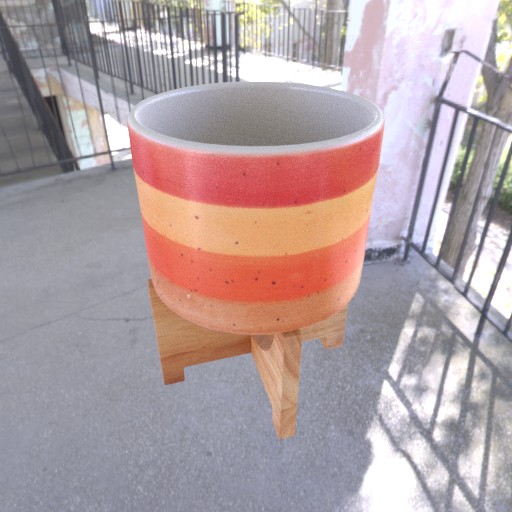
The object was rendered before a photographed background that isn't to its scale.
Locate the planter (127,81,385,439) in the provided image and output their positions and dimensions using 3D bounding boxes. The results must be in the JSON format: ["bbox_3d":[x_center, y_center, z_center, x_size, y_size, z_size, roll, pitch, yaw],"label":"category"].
[{"bbox_3d":[0.000,0.000,0.407,0.199,0.268,0.199,0,33,0],"label":"planter"}]
